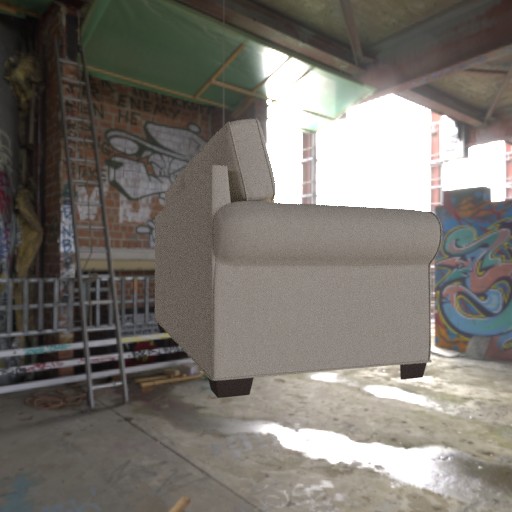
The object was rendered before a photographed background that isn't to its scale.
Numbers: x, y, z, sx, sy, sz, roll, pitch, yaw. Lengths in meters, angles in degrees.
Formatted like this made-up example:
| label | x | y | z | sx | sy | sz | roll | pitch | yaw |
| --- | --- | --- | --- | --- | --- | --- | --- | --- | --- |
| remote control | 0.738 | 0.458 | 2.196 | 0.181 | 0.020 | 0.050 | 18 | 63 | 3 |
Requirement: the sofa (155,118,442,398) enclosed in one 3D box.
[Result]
| label | x | y | z | sx | sy | sz | roll | pitch | yaw |
| --- | --- | --- | --- | --- | --- | --- | --- | --- | --- |
| sofa | 0.000 | 0.000 | 2.299 | 0.861 | 0.933 | 1.774 | 0 | -1 | -19 |
